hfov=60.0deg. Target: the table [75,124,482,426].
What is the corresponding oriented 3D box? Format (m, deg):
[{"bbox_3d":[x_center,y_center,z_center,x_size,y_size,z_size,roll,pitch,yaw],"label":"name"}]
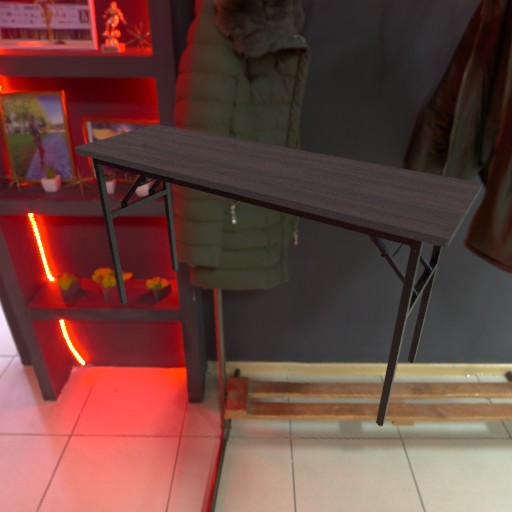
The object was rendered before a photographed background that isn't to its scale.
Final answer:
[{"bbox_3d":[0.000,0.000,1.741,1.399,0.750,0.449,18,35,28],"label":"table"}]
